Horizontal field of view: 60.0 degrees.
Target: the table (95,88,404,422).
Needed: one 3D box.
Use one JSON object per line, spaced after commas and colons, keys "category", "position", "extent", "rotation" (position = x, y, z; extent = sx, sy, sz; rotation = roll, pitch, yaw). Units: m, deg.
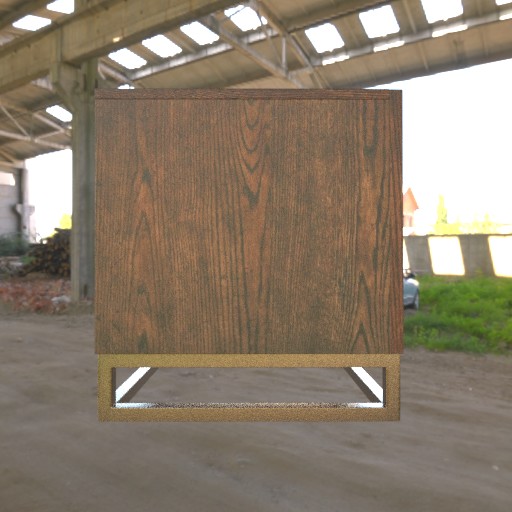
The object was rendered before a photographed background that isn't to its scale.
{"category": "table", "position": [0.000, 0.000, 1.024], "extent": [0.566, 0.582, 0.506], "rotation": [0, 0, 0]}
